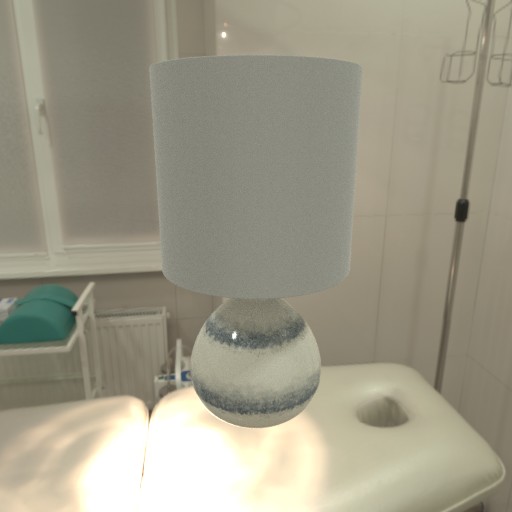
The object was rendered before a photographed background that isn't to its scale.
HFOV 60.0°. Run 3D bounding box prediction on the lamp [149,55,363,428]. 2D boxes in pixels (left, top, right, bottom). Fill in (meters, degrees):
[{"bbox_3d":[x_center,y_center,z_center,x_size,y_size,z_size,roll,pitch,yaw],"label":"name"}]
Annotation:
[{"bbox_3d":[0.000,0.000,0.519,0.216,0.404,0.216,-2,17,-8],"label":"lamp"}]
